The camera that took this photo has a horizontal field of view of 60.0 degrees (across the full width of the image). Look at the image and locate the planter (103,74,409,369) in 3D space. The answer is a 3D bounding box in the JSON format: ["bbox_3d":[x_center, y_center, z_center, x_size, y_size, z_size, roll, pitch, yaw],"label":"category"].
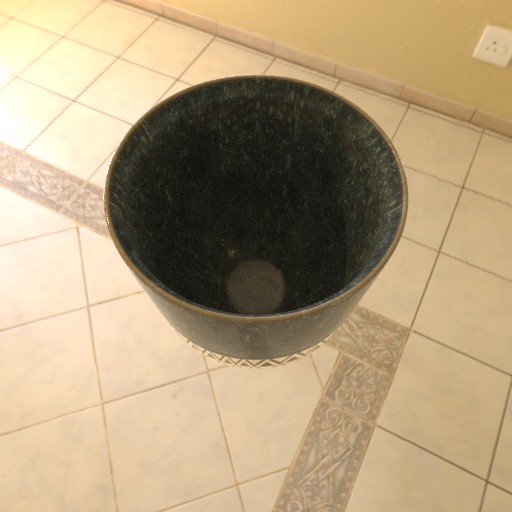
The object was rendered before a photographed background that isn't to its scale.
[{"bbox_3d":[0.000,0.000,0.380,0.195,0.214,0.195,0,62,0],"label":"planter"}]
